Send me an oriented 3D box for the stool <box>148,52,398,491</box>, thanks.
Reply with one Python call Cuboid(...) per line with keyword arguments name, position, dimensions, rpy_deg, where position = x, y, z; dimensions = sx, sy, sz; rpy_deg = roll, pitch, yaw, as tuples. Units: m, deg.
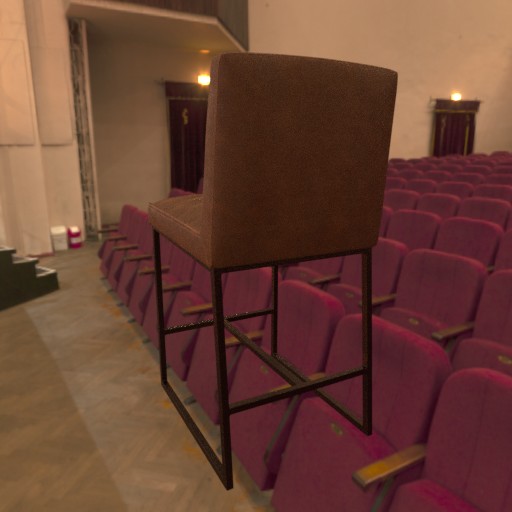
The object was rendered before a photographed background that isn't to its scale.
Cuboid(name="stool", position=(0.000, 0.000, 1.232), dimensions=(0.463, 0.942, 0.562), rpy_deg=(-7, 16, -27))
